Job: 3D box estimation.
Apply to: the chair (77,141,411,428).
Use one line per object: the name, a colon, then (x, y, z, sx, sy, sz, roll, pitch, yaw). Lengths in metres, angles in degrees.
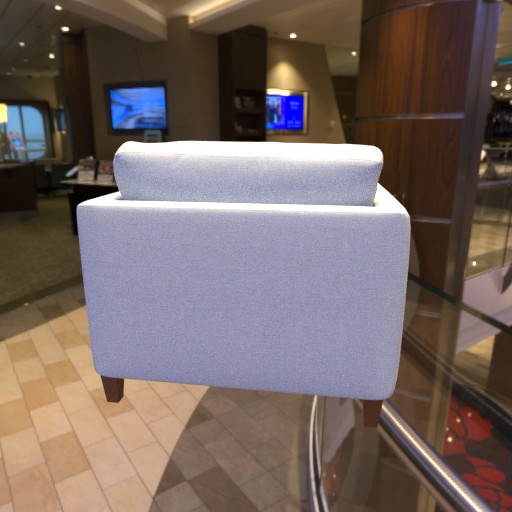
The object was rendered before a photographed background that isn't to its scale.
chair: (0.000, 0.000, 1.899, 1.107, 0.961, 0.953, 2, 16, 9)
